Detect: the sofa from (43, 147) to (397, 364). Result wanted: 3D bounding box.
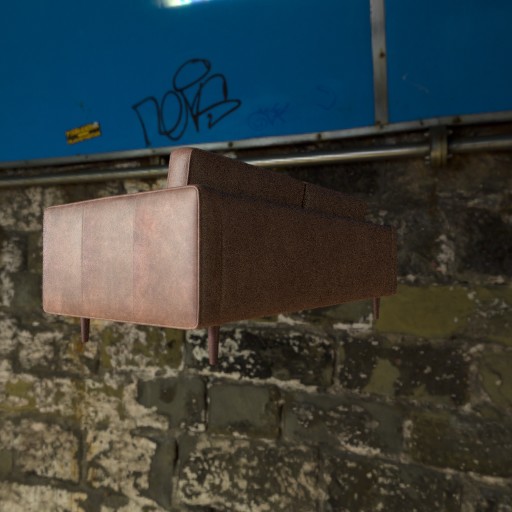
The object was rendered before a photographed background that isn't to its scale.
[{"bbox_3d":[0.000,0.000,2.338,0.910,0.760,1.870,-1,-1,36],"label":"sofa"}]
